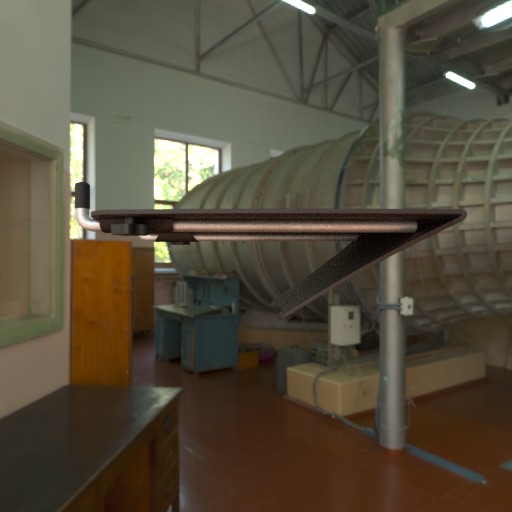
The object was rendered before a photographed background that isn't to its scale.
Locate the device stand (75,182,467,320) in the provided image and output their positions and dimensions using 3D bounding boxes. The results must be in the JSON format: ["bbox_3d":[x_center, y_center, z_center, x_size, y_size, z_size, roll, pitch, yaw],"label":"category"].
[{"bbox_3d":[0.000,0.000,0.358,0.230,0.092,0.230,0,0,-1],"label":"device stand"}]
